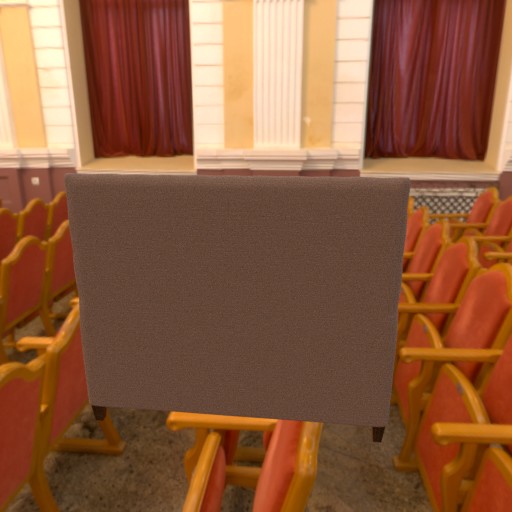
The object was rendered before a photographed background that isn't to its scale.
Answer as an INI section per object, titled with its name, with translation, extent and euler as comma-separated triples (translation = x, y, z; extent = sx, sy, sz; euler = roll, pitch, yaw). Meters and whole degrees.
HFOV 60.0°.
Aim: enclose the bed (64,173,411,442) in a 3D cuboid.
[bed]
translation = 0.000, 0.000, 3.340
extent = 1.696, 1.426, 2.233
euler = 2, 16, 6
